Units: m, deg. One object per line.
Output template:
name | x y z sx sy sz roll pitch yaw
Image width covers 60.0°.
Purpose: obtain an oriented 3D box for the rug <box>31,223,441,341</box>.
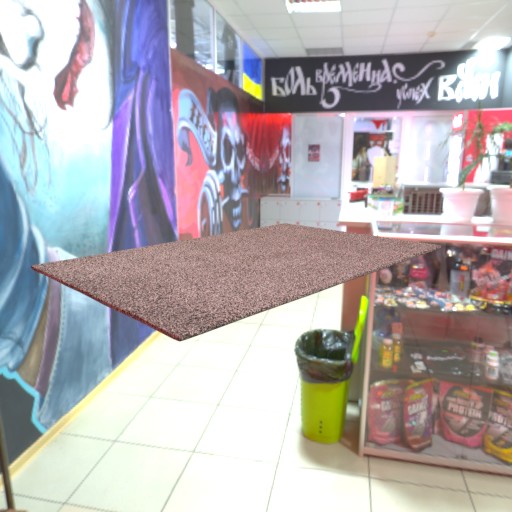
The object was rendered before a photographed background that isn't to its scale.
rug | 0.000 0.000 3.467 1.778 0.030 2.743 13 18 43
